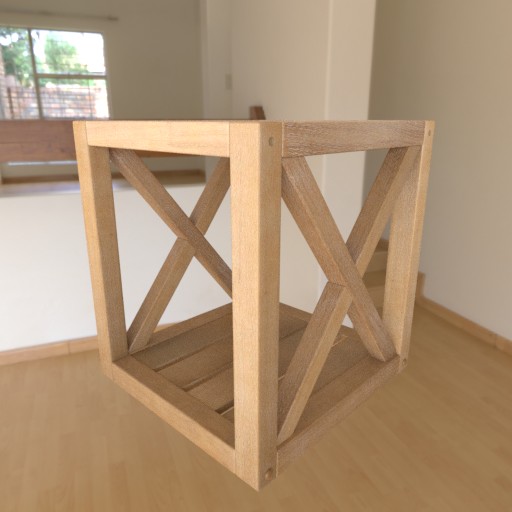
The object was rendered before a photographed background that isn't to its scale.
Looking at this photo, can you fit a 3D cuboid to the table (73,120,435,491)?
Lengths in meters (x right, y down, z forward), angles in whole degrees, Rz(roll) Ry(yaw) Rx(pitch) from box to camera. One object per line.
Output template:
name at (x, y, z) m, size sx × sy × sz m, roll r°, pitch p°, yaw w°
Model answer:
table at (0.000, 0.000, 1.041) m, size 0.558 × 0.610 × 0.559 m, roll 16°, pitch 23°, yaw 41°
